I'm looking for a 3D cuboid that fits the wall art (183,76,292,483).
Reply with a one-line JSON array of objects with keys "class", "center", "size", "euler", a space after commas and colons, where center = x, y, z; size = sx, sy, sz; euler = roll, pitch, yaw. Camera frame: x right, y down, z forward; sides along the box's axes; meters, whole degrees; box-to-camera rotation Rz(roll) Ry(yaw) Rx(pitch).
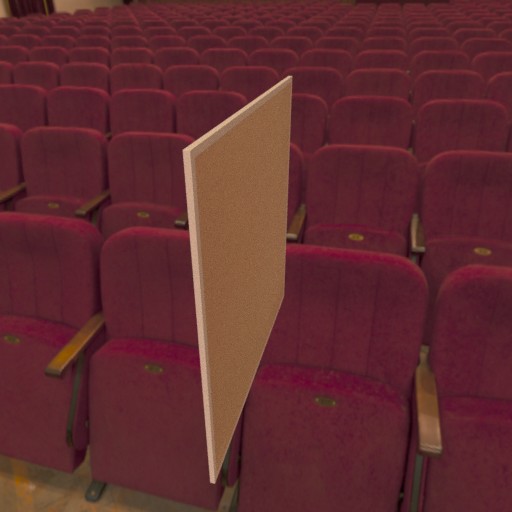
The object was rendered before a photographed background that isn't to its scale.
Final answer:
[{"class": "wall art", "center": [0.000, 0.000, 1.203], "size": [0.012, 0.809, 0.809], "euler": [8, 31, 13]}]
